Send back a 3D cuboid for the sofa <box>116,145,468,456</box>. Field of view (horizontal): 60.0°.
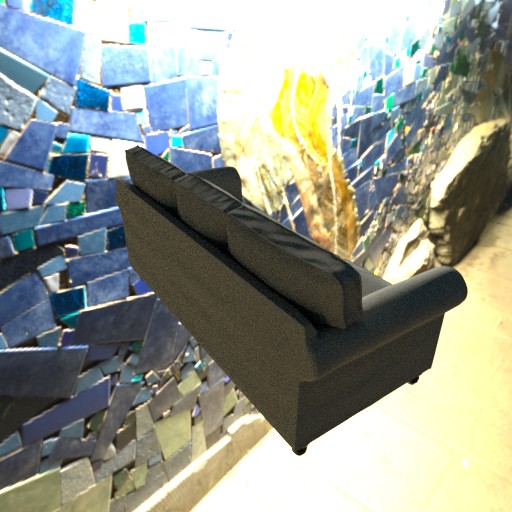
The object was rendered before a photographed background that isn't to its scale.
[{"bbox_3d":[0.000,0.000,2.556,0.916,0.961,2.084,-18,33,-30],"label":"sofa"}]
